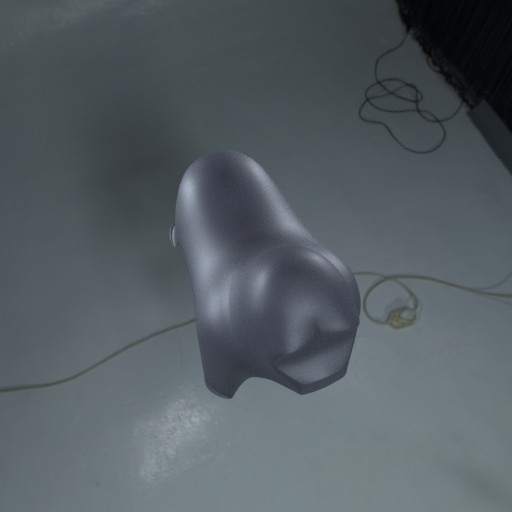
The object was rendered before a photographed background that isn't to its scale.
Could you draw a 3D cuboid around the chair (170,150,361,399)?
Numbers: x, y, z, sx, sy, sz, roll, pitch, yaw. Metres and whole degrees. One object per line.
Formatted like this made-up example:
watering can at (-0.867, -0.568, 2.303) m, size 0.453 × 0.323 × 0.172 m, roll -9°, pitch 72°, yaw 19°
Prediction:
chair at (0.000, 0.000, 1.170) m, size 0.490 × 0.600 × 0.758 m, roll -20°, pitch 66°, yaw -10°
